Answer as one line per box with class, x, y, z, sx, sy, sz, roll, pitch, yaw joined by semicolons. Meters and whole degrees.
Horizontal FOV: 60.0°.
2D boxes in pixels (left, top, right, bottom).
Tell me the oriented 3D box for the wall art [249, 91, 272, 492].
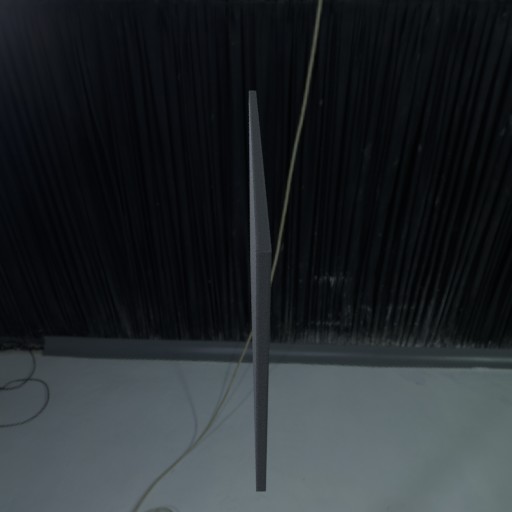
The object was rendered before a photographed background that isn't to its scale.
wall art;0.000;0.000;1.237;0.049;0.659;0.964;0;34;0
